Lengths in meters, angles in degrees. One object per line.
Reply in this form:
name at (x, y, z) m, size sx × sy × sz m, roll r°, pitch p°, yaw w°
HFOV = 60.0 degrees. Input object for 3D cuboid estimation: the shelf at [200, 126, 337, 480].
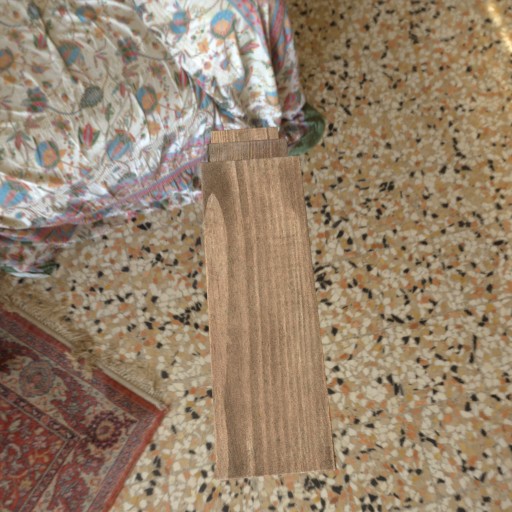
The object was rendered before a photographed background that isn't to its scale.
shelf at (0.000, 0.000, 0.735) m, size 0.140 × 0.293 × 0.610 m, roll -4°, pitch 75°, yaw -1°
